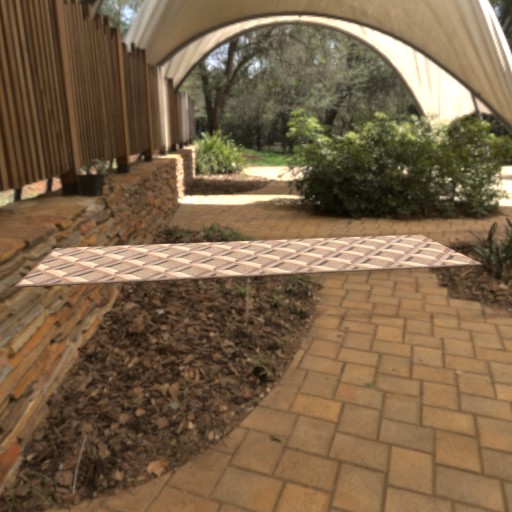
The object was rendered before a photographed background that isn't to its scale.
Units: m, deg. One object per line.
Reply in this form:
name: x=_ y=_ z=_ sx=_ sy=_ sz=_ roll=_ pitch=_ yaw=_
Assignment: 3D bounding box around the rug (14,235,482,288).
rug: x=0.000 y=0.000 z=2.608 sx=2.437 sy=0.013 sz=0.685 roll=-2 pitch=17 yaw=-8
